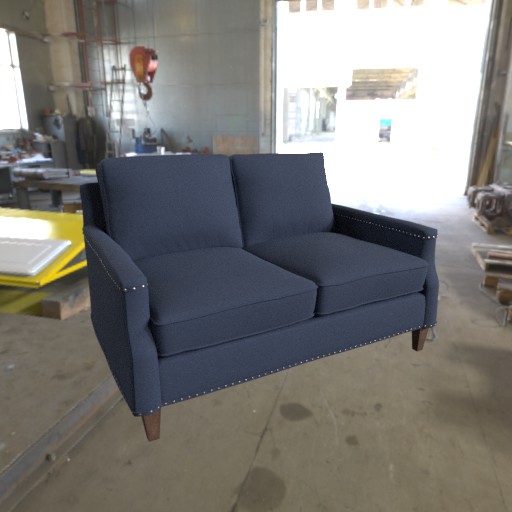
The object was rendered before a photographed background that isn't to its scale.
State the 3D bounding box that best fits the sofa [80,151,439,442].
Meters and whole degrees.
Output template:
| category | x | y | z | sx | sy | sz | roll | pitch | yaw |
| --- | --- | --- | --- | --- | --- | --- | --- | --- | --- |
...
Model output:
| category | x | y | z | sx | sy | sz | roll | pitch | yaw |
| --- | --- | --- | --- | --- | --- | --- | --- | --- | --- |
| sofa | 0.000 | 0.000 | 2.291 | 1.597 | 1.003 | 1.084 | -9 | 19 | -28 |
